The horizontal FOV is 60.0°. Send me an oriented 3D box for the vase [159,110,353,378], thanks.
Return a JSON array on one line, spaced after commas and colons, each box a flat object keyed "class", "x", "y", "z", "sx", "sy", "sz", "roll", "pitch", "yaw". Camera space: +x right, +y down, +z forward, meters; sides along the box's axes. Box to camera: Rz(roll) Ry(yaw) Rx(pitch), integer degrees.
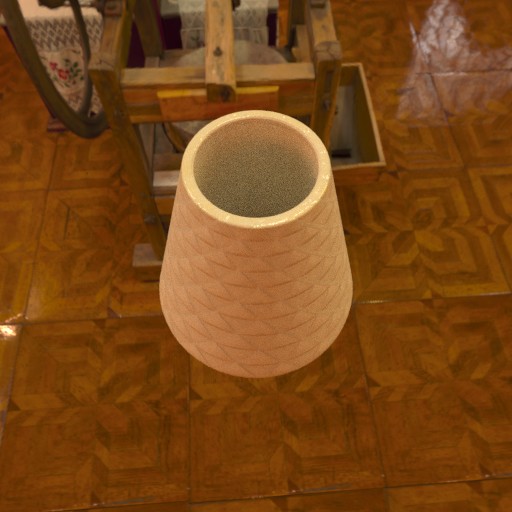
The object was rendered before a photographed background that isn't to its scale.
[{"class": "vase", "x": 0.000, "y": 0.000, "z": 0.361, "sx": 0.175, "sy": 0.230, "sz": 0.175, "roll": 0, "pitch": 62, "yaw": 0}]
